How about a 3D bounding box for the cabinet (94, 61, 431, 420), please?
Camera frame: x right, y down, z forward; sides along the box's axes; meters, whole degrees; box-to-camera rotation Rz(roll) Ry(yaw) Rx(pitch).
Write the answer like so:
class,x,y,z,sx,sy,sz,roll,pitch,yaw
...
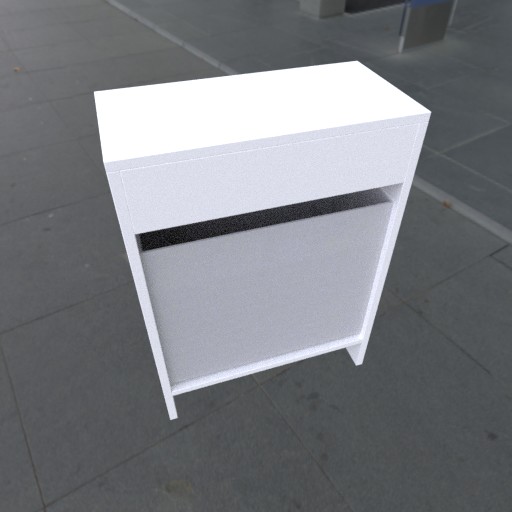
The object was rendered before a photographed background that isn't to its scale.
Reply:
class,x,y,z,sx,sy,sz,roll,pitch,yaw
cabinet,0.000,0.000,1.140,0.600,0.815,0.296,-12,43,-13
